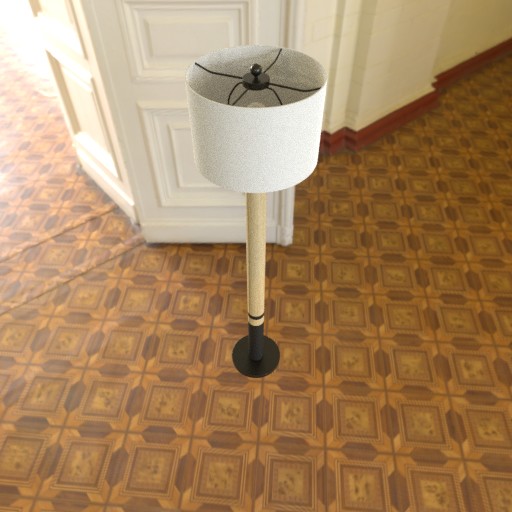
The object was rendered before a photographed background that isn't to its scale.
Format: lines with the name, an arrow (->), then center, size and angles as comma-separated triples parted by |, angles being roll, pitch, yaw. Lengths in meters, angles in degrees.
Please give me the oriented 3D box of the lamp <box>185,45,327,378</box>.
lamp -> 0.000, 0.000, 1.709 | 0.381, 1.478, 0.381 | 3, 47, 3
